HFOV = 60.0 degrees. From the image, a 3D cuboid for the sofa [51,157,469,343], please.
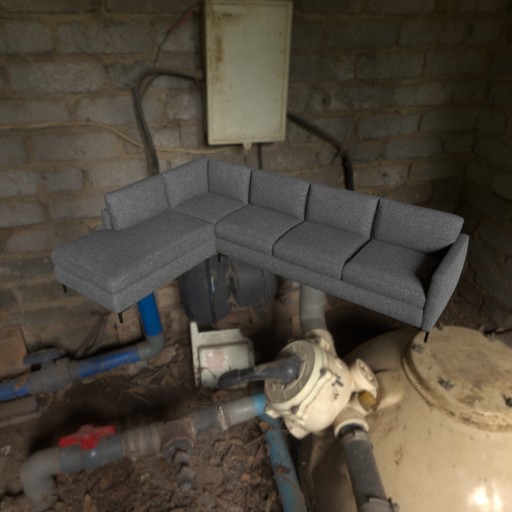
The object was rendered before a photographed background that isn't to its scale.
[{"bbox_3d":[0.000,0.000,3.750,2.949,0.815,2.007,19,35,30],"label":"sofa"}]
